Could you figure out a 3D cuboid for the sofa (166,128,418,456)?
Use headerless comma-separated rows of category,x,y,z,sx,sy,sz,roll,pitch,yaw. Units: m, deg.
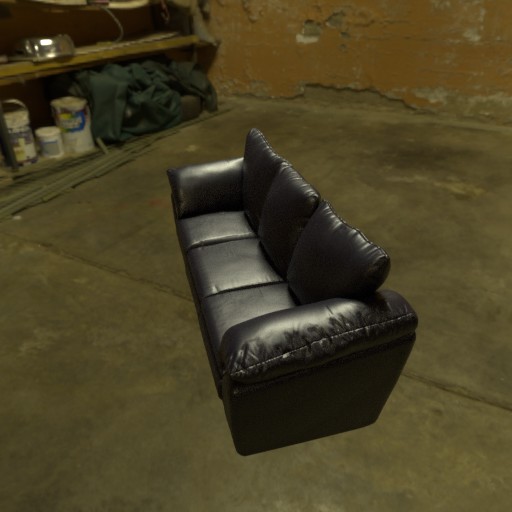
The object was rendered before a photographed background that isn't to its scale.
sofa,0.000,0.000,2.877,0.880,1.073,2.336,-8,32,-13
